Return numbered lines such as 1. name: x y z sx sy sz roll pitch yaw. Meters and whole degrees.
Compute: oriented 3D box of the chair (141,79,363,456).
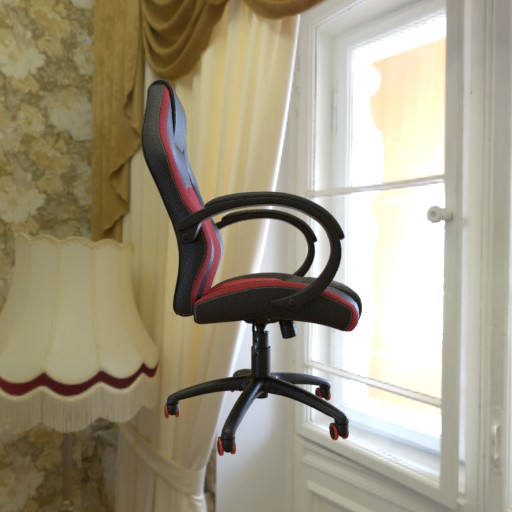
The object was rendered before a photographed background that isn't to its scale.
1. chair: 0.000 0.000 1.605 0.724 1.187 0.673 0 1 0
